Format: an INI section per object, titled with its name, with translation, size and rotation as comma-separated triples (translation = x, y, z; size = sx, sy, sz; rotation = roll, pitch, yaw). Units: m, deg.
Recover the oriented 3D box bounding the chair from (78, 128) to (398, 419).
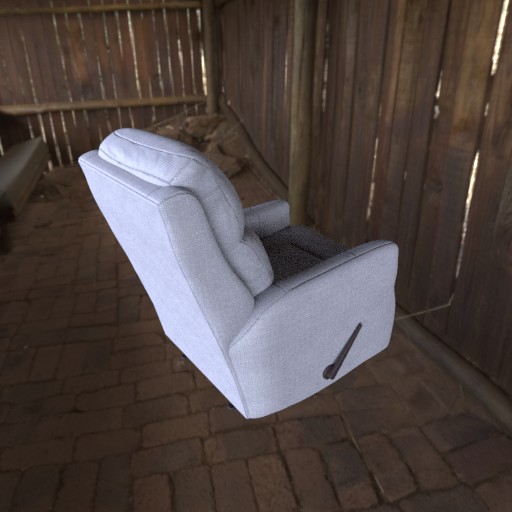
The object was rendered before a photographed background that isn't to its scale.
[chair]
translation = 0.000, 0.000, 1.795
size = 1.080, 1.030, 0.829
rotation = -17, 30, -33
